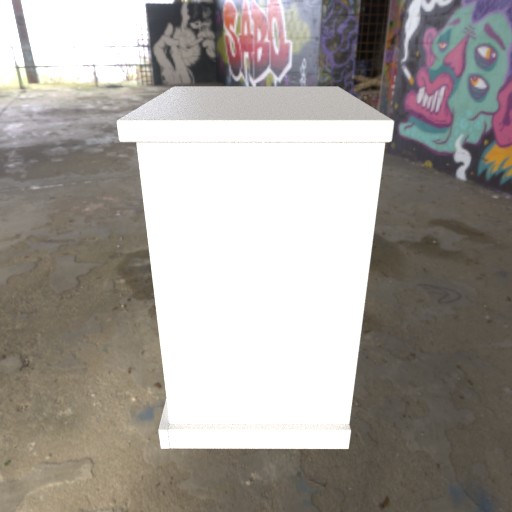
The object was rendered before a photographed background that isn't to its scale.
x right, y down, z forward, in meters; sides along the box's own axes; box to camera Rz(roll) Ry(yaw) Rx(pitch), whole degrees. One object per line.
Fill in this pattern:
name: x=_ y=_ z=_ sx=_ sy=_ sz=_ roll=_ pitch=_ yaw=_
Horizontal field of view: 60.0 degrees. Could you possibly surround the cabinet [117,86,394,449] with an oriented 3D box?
cabinet: x=0.000 y=0.000 z=1.075 sx=0.431 sy=0.723 sz=0.520 roll=0 pitch=26 yaw=0
